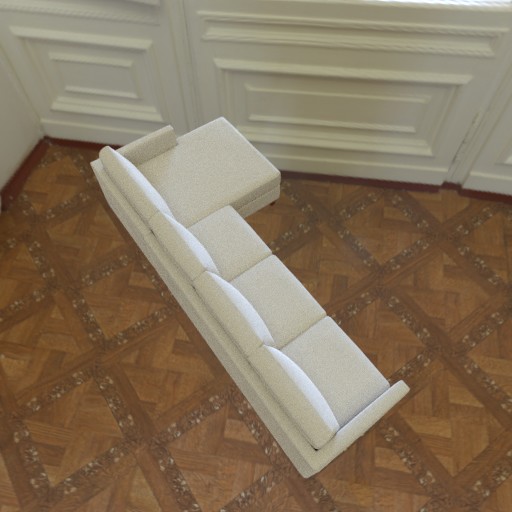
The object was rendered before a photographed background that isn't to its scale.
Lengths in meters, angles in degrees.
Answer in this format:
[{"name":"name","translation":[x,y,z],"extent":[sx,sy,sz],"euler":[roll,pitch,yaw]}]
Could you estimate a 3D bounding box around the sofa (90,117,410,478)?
[{"name":"sofa","translation":[0.000,0.000,4.144],"extent":[1.599,0.954,3.471],"euler":[-32,64,-18]}]
